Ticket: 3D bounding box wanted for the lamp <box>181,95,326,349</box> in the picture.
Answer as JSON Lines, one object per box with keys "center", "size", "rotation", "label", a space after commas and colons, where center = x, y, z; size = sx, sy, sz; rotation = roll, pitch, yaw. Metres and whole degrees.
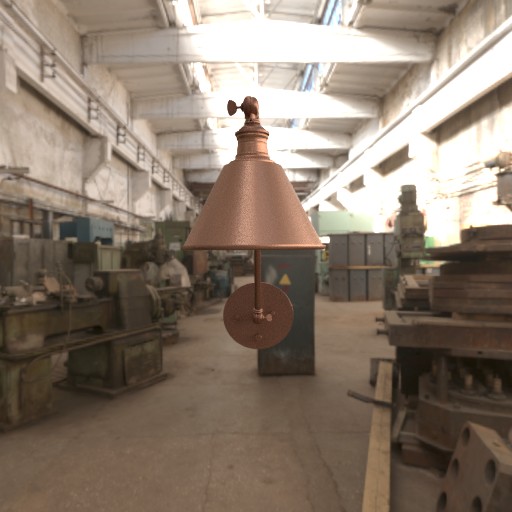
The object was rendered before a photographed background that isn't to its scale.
{"center": [0.000, 0.000, 0.891], "size": [0.223, 0.502, 0.624], "rotation": [0, 1, 1], "label": "lamp"}
